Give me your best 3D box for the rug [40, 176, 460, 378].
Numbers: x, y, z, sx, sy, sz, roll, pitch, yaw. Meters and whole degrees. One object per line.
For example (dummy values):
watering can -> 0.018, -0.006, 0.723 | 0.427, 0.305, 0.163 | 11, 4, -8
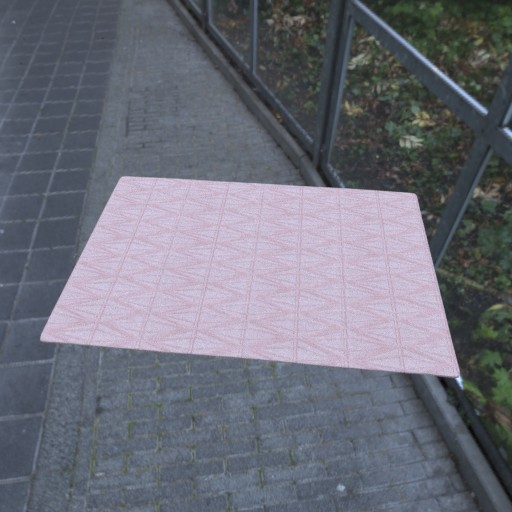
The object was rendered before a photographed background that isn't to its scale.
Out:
rug -> 0.000, 0.000, 3.032 | 2.390, 0.015, 1.609 | 4, 47, 4
